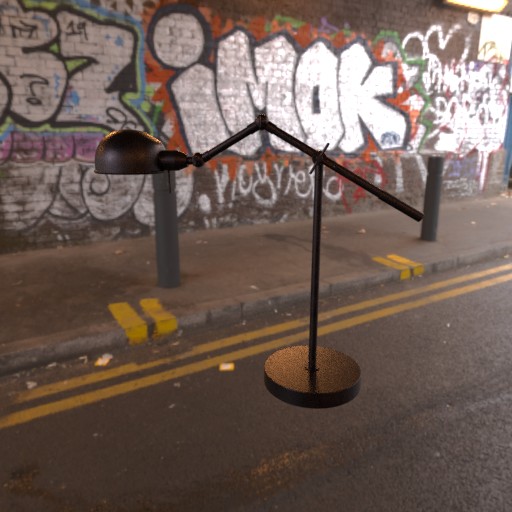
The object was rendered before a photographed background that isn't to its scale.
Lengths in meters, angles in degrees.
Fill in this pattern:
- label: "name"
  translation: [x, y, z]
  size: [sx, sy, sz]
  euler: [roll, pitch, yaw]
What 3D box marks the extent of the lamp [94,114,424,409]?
- label: "lamp"
  translation: [0.000, 0.000, 0.816]
  size: [0.567, 0.495, 0.185]
  euler: [2, 15, 8]
